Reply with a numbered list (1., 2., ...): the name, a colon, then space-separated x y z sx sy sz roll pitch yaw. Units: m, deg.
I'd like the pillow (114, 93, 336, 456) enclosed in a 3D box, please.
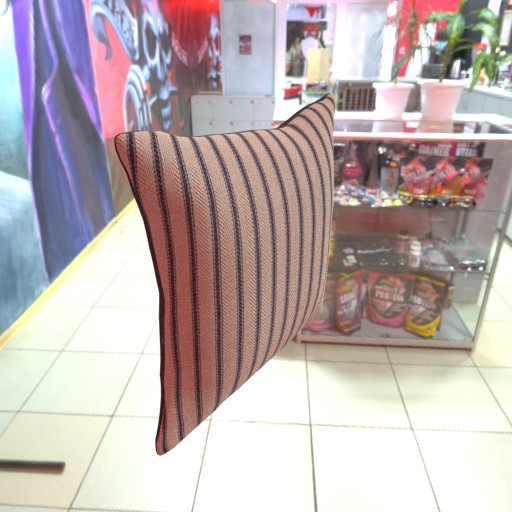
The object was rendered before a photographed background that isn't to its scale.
1. pillow: 0.000 0.000 0.691 0.138 0.444 0.468 17 31 32
